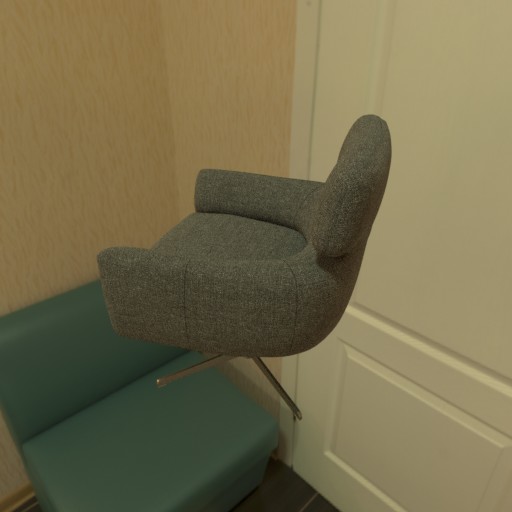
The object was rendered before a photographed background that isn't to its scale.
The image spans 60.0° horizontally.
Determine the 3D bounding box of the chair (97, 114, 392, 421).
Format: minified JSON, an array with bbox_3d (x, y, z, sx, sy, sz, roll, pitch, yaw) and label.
[{"bbox_3d":[0.000,0.000,1.378,0.715,0.812,0.706,8,31,14],"label":"chair"}]
